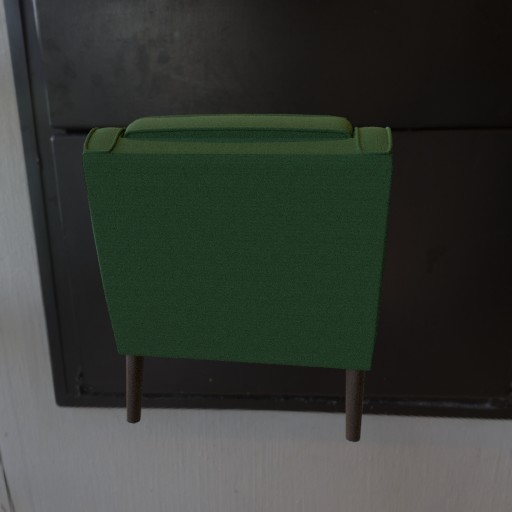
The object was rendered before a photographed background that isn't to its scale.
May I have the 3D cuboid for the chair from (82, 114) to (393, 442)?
[{"bbox_3d":[0.000,0.000,1.334,0.663,0.792,0.743,2,15,7],"label":"chair"}]
